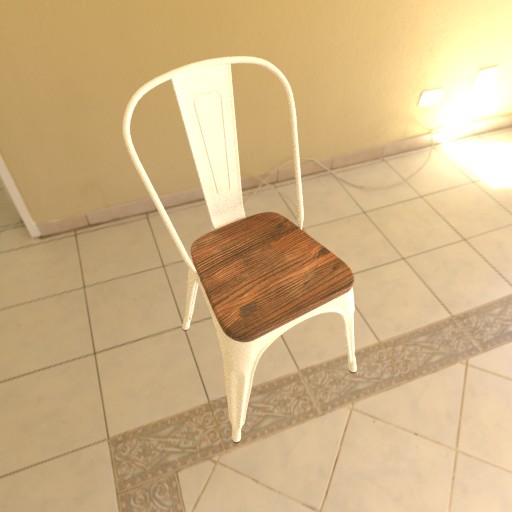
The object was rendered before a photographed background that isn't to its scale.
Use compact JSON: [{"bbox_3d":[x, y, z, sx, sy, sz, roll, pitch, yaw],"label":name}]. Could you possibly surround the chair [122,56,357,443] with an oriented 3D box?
[{"bbox_3d":[0.000,0.000,1.186,0.452,0.851,0.521,-24,51,-21],"label":"chair"}]
